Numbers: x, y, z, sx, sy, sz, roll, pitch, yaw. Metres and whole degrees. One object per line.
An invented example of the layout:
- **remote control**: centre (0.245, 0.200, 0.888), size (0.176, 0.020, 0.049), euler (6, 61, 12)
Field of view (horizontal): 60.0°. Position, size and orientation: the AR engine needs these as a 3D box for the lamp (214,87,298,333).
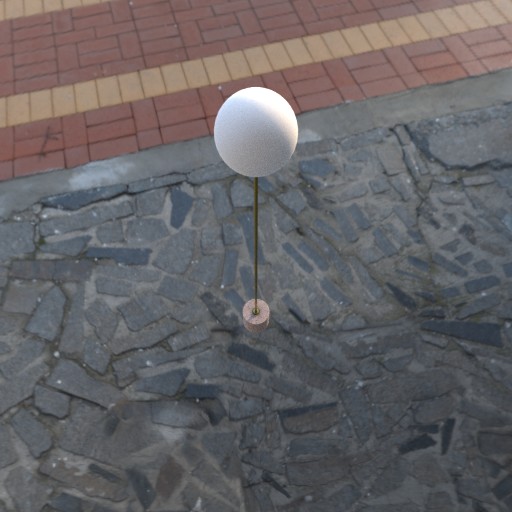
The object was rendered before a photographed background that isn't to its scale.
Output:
- **lamp**: centre (0.000, 0.000, 1.886), size (0.229, 1.748, 0.229), euler (1, 64, 0)
